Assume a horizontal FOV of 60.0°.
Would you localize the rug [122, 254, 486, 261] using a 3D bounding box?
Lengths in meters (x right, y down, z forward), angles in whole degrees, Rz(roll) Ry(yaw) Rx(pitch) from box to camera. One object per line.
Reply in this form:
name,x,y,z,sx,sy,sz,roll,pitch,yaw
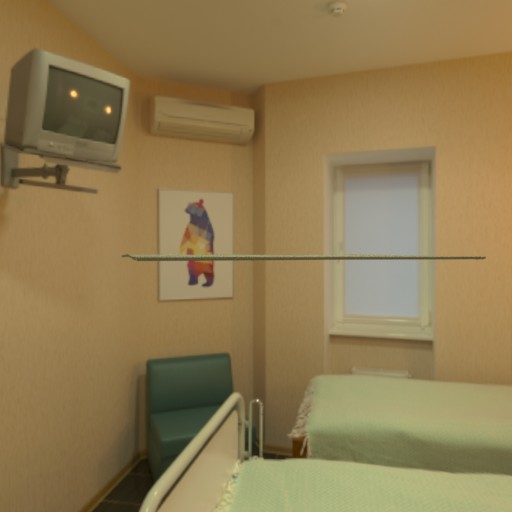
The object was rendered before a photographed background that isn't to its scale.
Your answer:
rug,0.000,0.000,4.359,2.461,0.046,3.237,0,0,-18
